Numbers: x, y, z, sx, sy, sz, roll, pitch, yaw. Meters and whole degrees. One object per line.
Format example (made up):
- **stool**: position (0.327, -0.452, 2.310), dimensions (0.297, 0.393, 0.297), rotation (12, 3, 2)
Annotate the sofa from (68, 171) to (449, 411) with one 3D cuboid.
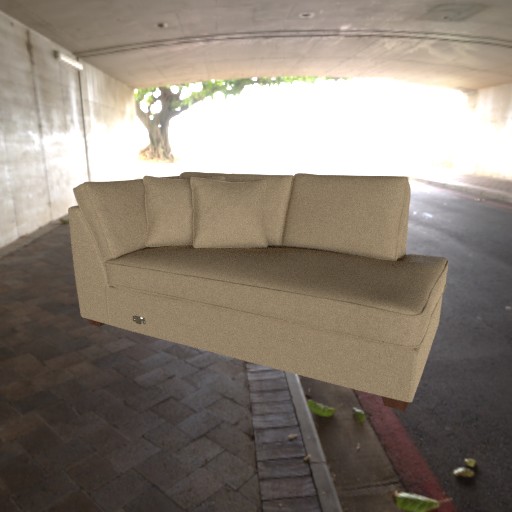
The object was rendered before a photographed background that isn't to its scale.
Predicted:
- **sofa**: position (0.000, 0.000, 2.873), dimensions (2.237, 1.033, 1.110), rotation (8, 17, 27)
